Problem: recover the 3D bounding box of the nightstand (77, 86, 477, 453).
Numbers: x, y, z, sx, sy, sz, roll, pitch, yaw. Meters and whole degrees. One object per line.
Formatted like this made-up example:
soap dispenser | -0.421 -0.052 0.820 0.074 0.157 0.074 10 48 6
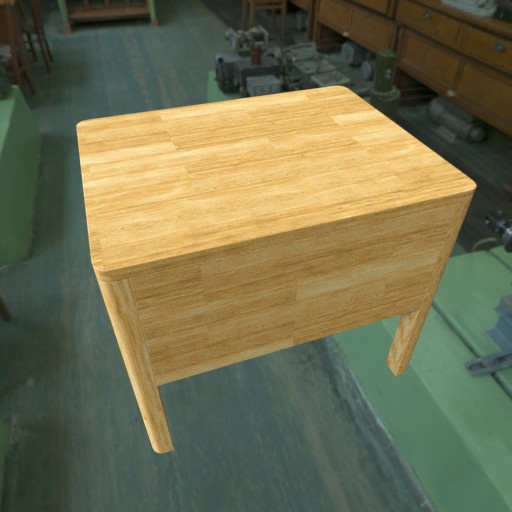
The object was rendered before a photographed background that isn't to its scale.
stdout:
nightstand | 0.000 0.000 0.899 0.560 0.470 0.440 -13 43 -15
